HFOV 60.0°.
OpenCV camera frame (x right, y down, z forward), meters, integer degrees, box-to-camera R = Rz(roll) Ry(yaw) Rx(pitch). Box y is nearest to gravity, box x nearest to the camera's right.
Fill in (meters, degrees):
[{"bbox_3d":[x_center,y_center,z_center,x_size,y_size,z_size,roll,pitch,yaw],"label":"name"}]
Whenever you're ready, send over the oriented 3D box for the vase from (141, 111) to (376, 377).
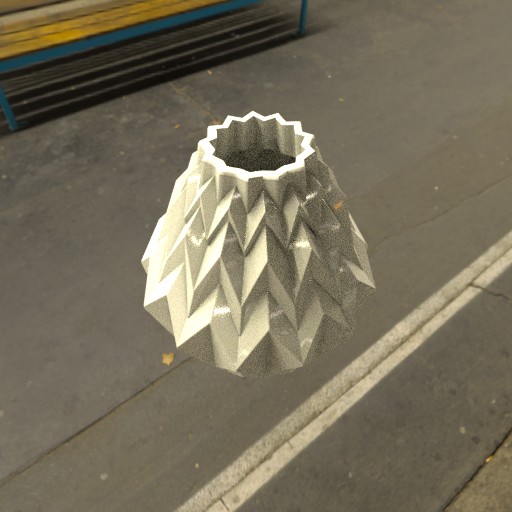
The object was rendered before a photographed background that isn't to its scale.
[{"bbox_3d":[0.000,0.000,0.307,0.164,0.185,0.164,0,48,0],"label":"vase"}]
